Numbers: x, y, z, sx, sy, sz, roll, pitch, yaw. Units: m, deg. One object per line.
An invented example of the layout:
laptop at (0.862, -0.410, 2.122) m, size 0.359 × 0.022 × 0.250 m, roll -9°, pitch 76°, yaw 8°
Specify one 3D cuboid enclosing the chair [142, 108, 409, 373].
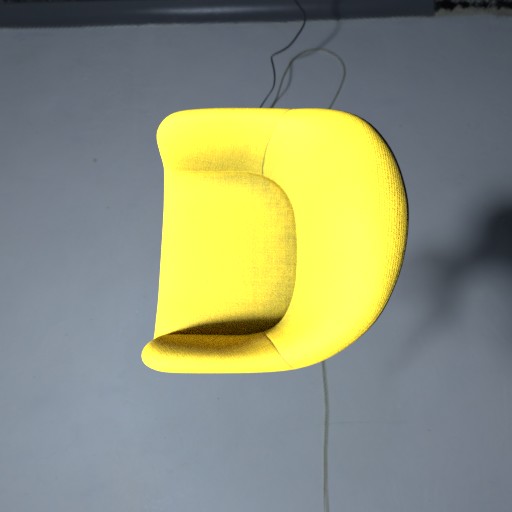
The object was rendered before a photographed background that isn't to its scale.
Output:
chair at (0.000, 0.000, 1.160) m, size 0.550 × 0.795 × 0.590 m, roll 0°, pitch 76°, yaw 0°
